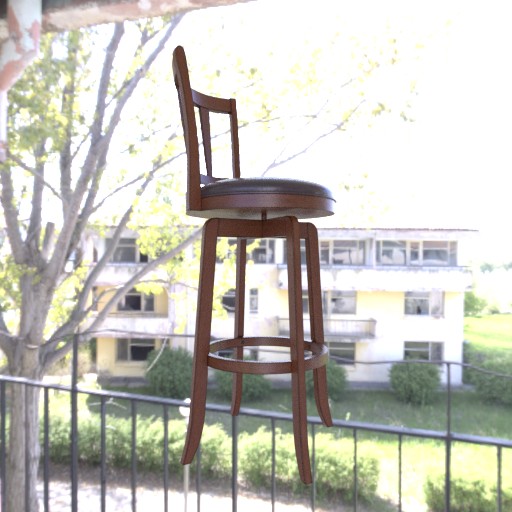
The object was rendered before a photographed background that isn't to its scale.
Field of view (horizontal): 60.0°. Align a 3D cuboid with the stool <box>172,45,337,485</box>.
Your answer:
[{"bbox_3d":[0.000,0.000,1.404,0.503,1.177,0.464,0,0,17],"label":"stool"}]
